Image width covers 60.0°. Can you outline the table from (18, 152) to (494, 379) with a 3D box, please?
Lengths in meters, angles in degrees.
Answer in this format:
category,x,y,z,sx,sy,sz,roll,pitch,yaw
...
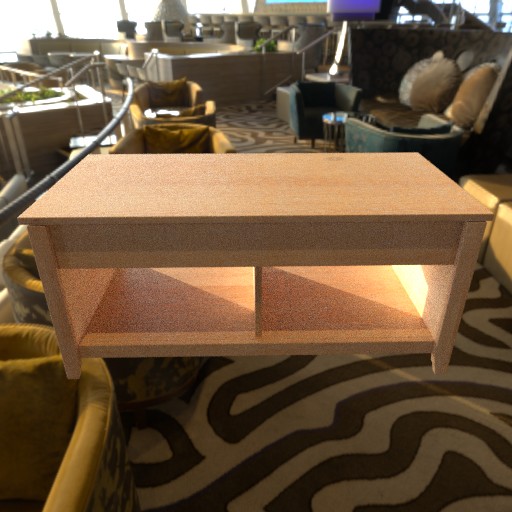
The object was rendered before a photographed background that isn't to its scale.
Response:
category,x,y,z,sx,sy,sz,roll,pitch,yaw
table,0.000,0.000,1.264,1.016,0.457,0.483,-1,29,-1
